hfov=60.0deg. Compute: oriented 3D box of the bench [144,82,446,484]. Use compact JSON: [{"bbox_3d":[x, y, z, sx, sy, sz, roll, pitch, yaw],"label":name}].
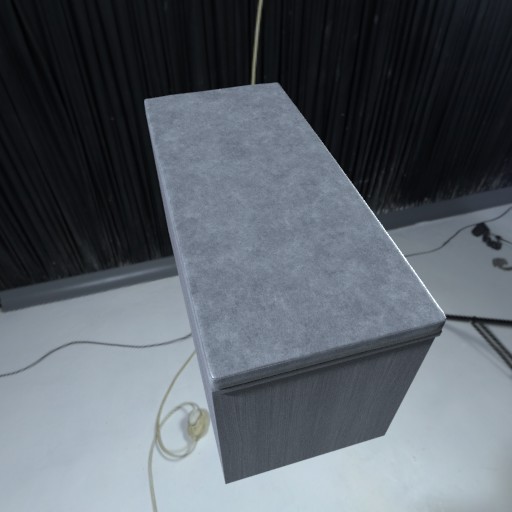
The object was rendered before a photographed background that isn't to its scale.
[{"bbox_3d":[0.000,0.000,1.164,0.401,0.501,0.905,-12,47,-11],"label":"bench"}]
